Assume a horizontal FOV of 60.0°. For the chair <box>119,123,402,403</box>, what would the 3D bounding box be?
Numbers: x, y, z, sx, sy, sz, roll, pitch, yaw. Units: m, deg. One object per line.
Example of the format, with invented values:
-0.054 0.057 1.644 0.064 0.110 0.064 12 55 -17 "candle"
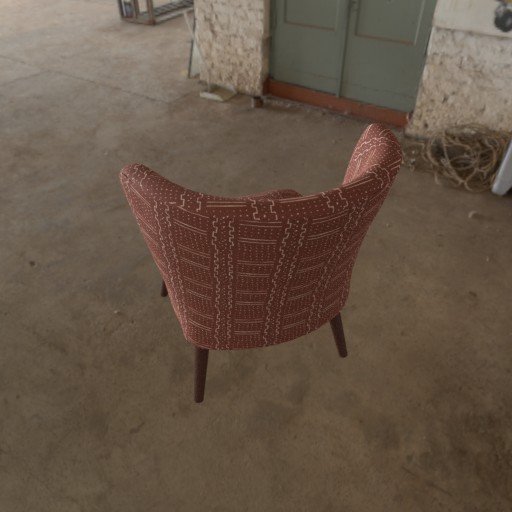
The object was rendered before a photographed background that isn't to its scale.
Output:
0.000 0.000 1.402 0.706 0.866 0.758 -13 43 -15 "chair"
